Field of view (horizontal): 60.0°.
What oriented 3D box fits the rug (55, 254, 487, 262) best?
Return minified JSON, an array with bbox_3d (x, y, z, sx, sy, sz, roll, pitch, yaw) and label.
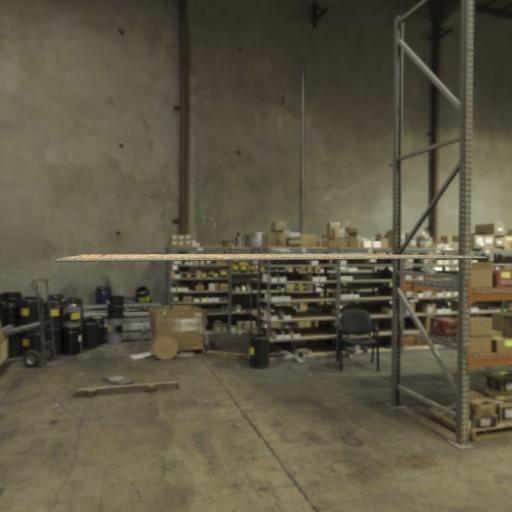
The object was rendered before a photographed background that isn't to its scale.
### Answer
[{"bbox_3d":[0.000,0.000,3.983,3.063,0.024,2.158,0,1,-18],"label":"rug"}]
